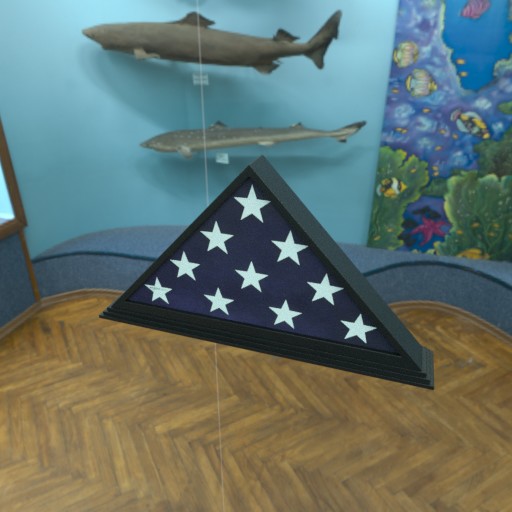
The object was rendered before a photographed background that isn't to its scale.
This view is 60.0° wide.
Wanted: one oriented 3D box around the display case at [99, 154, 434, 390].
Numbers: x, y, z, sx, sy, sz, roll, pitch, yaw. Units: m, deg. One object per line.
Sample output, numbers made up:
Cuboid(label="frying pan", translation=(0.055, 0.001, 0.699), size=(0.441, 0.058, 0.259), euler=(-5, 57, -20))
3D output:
Cuboid(label="display case", translation=(0.000, 0.000, 0.772), size=(0.640, 0.340, 0.095), euler=(9, 28, 16))
